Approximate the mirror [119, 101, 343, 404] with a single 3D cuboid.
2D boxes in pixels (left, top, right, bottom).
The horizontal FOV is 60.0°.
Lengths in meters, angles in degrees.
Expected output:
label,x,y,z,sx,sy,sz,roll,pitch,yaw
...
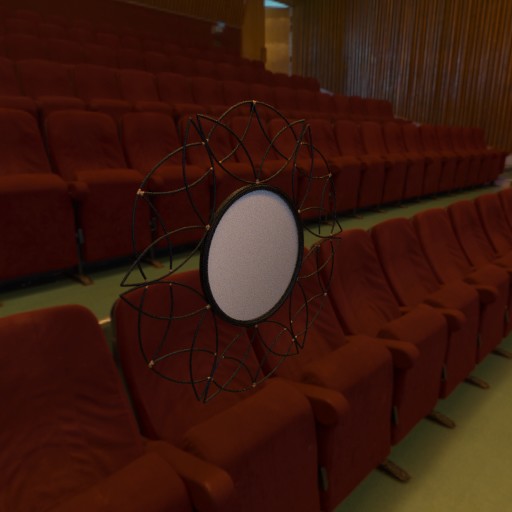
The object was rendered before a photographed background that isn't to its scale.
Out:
label,x,y,z,sx,sy,sz,roll,pitch,yaw
mirror,0.000,0.000,1.169,0.028,0.775,0.797,14,20,42
